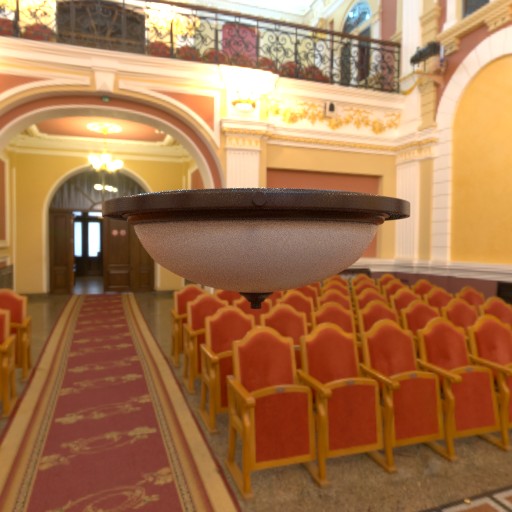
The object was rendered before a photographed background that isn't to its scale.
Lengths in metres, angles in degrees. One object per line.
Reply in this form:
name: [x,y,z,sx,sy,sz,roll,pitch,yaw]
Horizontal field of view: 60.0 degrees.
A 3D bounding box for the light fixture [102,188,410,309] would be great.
light fixture: [0.000,0.000,0.550,0.361,0.130,0.361,0,2,0]
